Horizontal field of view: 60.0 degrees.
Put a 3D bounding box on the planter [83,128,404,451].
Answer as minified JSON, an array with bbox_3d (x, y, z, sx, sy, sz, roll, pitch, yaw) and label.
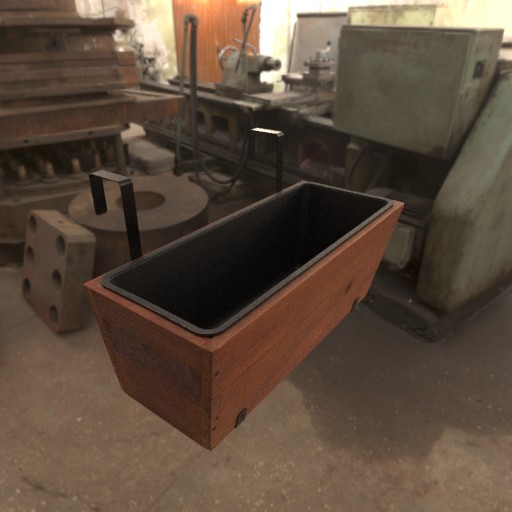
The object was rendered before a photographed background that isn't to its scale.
[{"bbox_3d":[0.000,0.000,0.661,0.262,0.289,0.480,19,33,32],"label":"planter"}]
